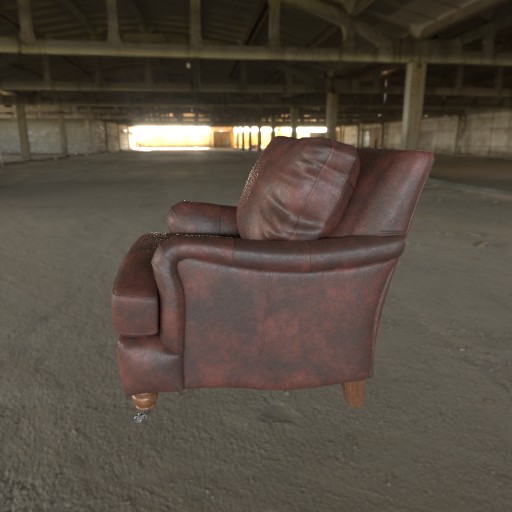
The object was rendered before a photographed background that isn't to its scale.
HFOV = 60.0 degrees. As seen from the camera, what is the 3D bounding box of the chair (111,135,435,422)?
[{"bbox_3d":[0.000,0.000,1.995,1.156,1.051,0.987,-2,15,-7],"label":"chair"}]
